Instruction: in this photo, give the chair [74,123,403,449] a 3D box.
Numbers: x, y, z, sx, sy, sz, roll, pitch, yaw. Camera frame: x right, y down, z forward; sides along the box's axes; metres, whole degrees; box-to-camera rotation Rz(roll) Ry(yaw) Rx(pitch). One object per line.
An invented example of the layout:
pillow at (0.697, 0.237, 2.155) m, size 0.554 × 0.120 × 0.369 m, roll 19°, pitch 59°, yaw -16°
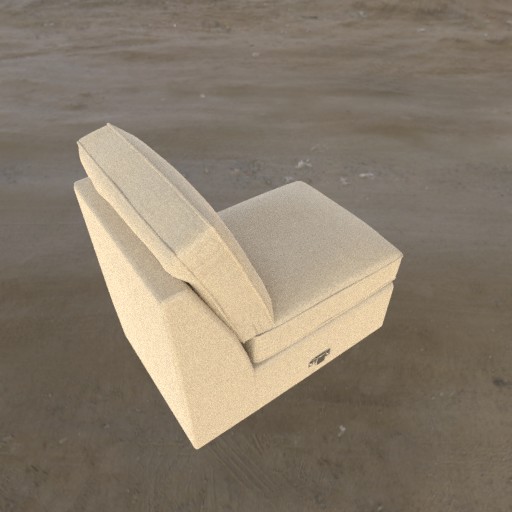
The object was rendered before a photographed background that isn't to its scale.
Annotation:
chair at (0.000, 0.000, 1.575) m, size 0.938 × 0.970 × 0.621 m, roll -26°, pitch 48°, yaw -25°
